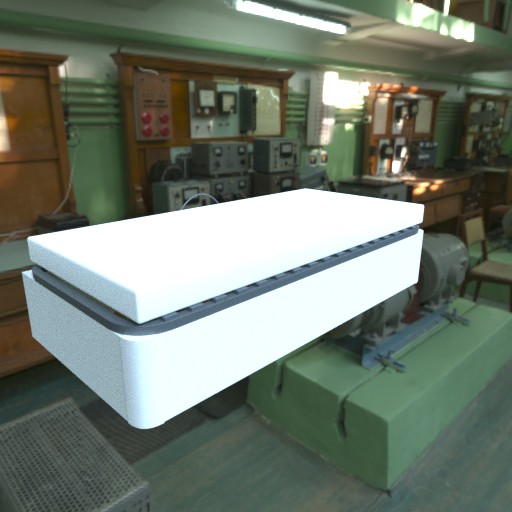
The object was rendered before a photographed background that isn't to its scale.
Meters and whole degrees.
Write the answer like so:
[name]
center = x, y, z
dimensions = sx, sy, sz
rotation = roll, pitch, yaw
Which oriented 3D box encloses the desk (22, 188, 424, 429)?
[desk]
center = 0.000, 0.000, 2.221
dimensions = 0.900, 0.526, 1.900
rotation = 16, 24, 42
